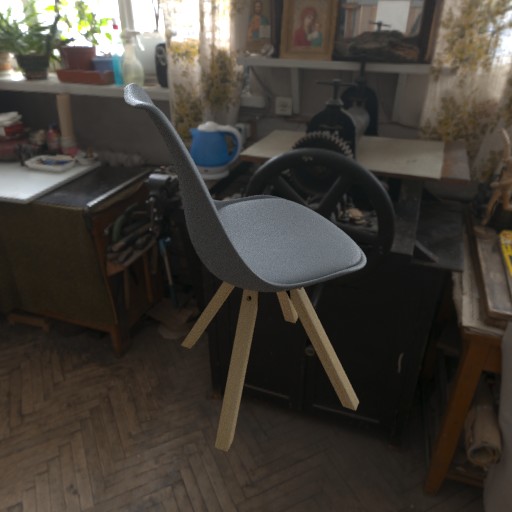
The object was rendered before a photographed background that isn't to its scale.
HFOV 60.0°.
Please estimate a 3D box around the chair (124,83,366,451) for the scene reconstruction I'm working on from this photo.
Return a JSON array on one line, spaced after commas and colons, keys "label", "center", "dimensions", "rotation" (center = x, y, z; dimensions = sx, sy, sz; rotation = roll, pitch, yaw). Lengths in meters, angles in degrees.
[{"label": "chair", "center": [0.000, 0.000, 1.162], "dimensions": [0.549, 0.850, 0.485], "rotation": [-11, 32, -17]}]
